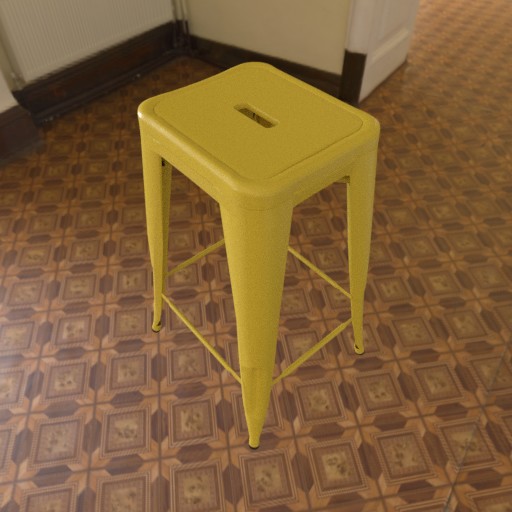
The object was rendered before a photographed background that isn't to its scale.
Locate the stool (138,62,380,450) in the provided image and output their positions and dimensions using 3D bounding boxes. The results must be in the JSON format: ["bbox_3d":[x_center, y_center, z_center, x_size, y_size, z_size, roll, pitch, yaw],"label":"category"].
[{"bbox_3d":[0.000,0.000,0.864,0.359,0.609,0.399,-33,55,-27],"label":"stool"}]
